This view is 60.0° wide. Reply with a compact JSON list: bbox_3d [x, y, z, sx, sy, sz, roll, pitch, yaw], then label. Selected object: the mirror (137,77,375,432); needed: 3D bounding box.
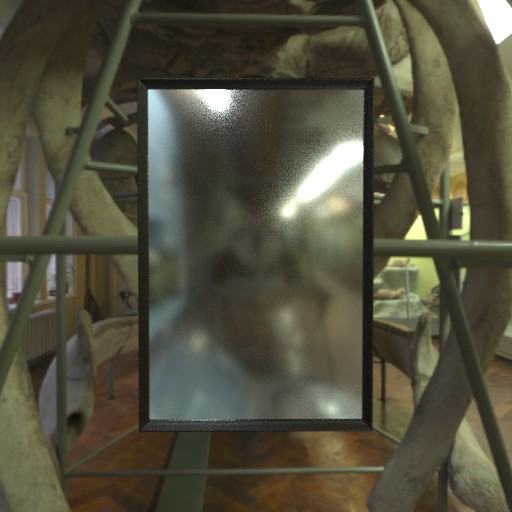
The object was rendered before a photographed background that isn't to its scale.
[{"bbox_3d":[0.000,0.000,1.165,0.609,0.915,0.041,0,1,0],"label":"mirror"}]
